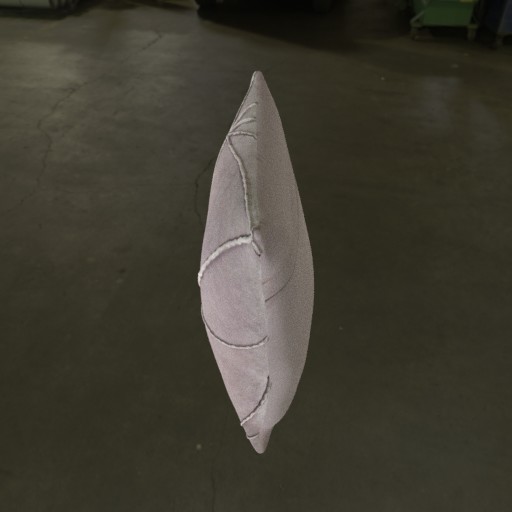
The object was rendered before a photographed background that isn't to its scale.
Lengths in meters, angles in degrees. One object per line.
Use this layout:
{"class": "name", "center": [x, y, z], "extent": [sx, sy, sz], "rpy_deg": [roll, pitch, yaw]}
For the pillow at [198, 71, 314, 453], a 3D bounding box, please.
{"class": "pillow", "center": [0.000, 0.000, 0.706], "extent": [0.185, 0.440, 0.439], "rpy_deg": [0, 41, 0]}
